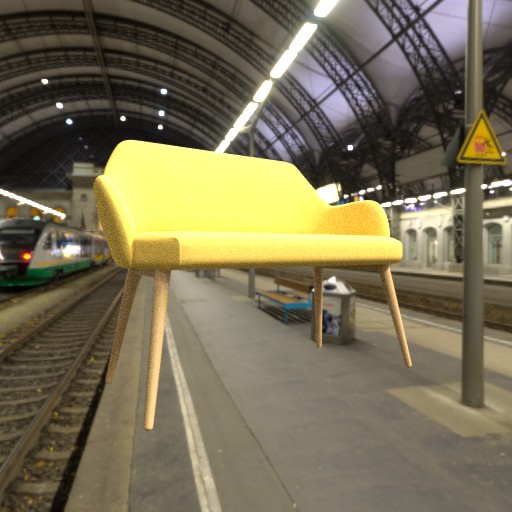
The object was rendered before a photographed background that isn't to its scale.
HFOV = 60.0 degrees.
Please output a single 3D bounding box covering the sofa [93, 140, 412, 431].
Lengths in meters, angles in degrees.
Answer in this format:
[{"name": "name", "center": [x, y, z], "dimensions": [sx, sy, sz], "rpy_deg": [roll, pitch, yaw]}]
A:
[{"name": "sofa", "center": [0.000, 0.000, 1.591], "dimensions": [1.150, 0.840, 0.610], "rpy_deg": [-1, 1, -35]}]
